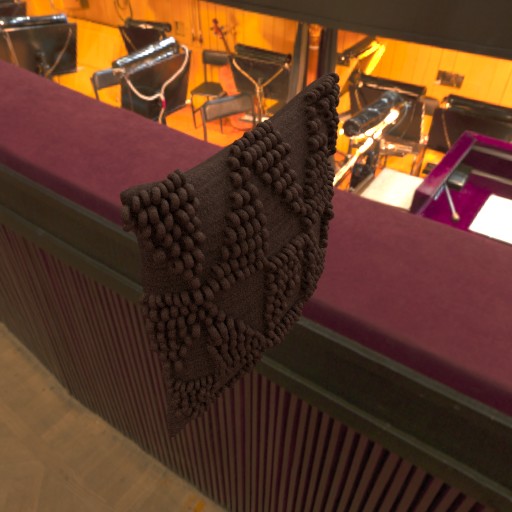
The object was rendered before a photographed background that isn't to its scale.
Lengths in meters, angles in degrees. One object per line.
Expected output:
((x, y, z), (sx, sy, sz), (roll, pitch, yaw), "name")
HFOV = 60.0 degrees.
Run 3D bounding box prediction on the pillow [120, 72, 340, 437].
((0.000, 0.000, 0.719), (0.172, 0.467, 0.470), (24, 46, 25), "pillow")
